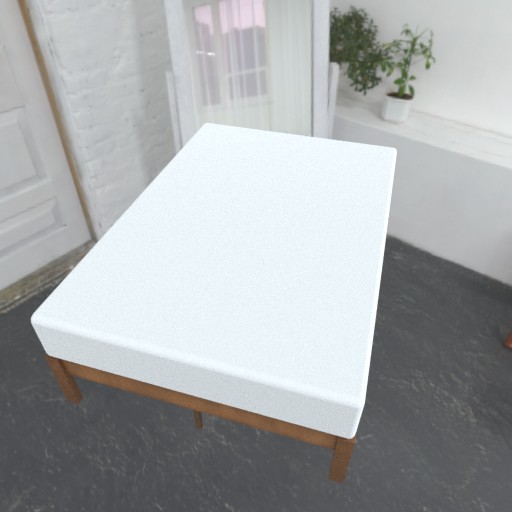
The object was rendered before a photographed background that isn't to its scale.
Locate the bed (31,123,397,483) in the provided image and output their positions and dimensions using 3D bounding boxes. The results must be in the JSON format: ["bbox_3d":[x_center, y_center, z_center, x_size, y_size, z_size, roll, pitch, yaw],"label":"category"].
[{"bbox_3d":[0.000,0.000,2.520,1.348,0.616,1.927,11,42,13],"label":"bed"}]
